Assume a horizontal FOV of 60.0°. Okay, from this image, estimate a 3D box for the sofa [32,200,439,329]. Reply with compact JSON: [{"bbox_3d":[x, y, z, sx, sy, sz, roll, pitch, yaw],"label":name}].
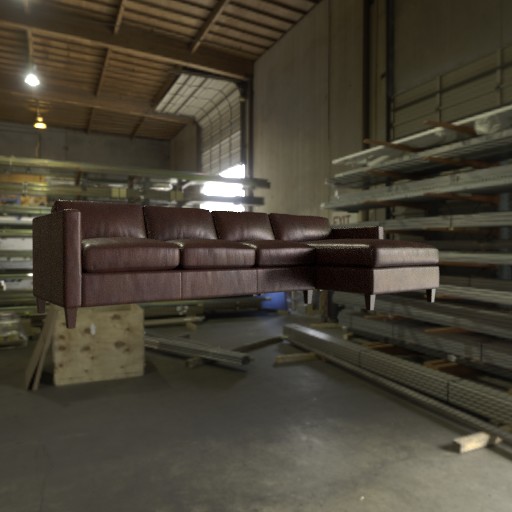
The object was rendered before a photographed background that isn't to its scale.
[{"bbox_3d":[0.000,0.000,3.812,3.203,0.883,1.581,-1,1,-38],"label":"sofa"}]
